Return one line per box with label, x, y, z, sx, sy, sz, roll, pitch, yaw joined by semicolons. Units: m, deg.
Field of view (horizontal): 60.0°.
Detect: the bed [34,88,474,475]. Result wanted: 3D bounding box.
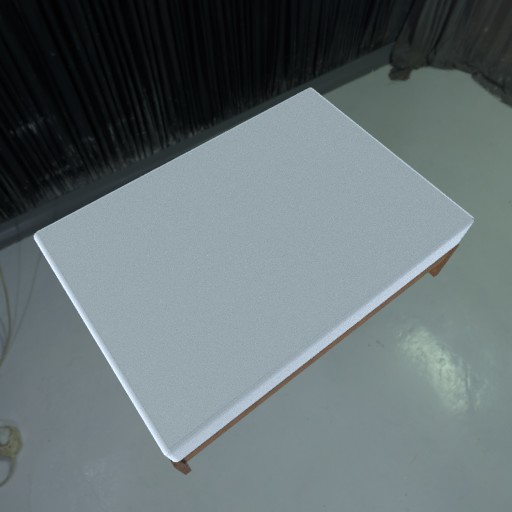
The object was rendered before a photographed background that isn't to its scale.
bed;0.000;0.000;2.574;1.927;0.616;1.348;-33;64;-18
